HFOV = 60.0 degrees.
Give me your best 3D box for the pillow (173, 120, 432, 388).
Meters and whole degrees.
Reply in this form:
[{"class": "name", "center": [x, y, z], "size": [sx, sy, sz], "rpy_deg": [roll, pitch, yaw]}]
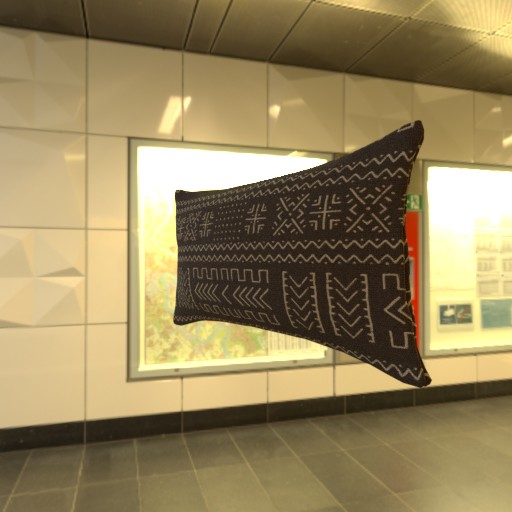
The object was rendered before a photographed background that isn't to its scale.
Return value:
[{"class": "pillow", "center": [0.000, 0.000, 0.786], "size": [0.135, 0.322, 0.667], "rpy_deg": [0, -1, -37]}]
